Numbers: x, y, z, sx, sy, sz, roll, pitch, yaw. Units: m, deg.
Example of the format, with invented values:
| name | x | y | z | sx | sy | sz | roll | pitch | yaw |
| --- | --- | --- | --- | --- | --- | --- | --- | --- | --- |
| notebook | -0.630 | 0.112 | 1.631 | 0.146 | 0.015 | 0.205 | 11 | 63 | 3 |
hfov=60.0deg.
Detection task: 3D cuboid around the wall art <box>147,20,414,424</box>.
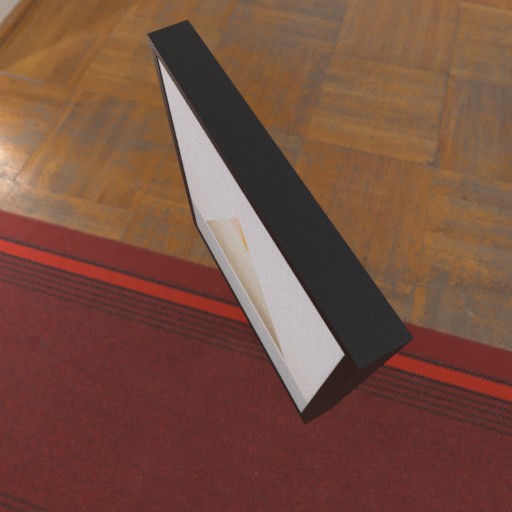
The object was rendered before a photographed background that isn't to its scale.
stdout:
| name | x | y | z | sx | sy | sz | roll | pitch | yaw |
| --- | --- | --- | --- | --- | --- | --- | --- | --- | --- |
| wall art | 0.000 | 0.000 | 0.438 | 0.037 | 0.303 | 0.304 | -26 | 67 | -12 |
